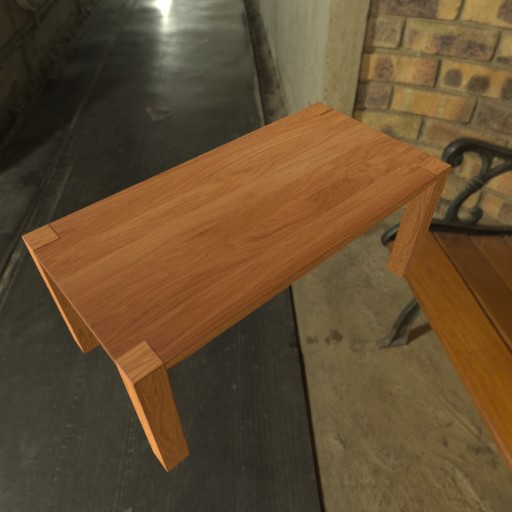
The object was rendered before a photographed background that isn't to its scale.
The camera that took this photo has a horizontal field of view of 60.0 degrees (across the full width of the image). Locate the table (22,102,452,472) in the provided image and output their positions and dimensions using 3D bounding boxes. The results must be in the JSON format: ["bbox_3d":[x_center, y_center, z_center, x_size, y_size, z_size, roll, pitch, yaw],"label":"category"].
[{"bbox_3d":[0.000,0.000,2.288,1.800,0.760,0.900,-32,54,-28],"label":"table"}]
